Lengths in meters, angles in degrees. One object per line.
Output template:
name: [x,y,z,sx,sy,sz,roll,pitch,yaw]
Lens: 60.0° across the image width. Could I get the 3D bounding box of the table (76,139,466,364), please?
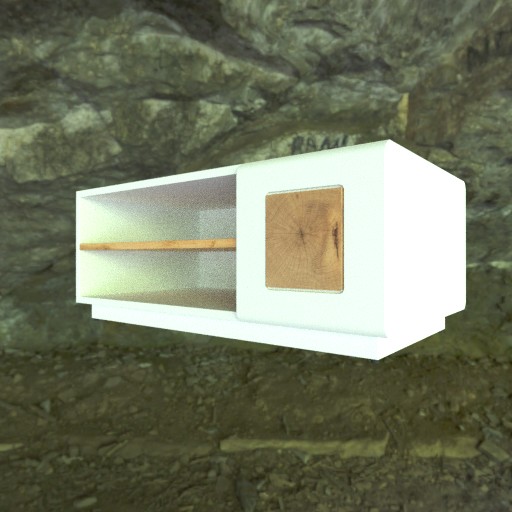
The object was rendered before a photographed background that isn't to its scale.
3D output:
table: [0.000,0.000,1.412,1.097,0.442,0.639,0,0,38]
